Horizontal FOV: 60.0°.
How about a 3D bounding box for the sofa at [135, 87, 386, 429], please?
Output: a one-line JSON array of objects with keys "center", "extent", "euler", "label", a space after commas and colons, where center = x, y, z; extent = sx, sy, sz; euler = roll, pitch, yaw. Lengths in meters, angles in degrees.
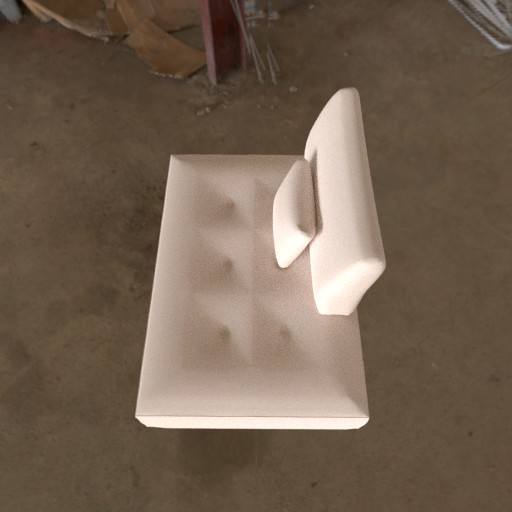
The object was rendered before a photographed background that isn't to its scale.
[{"center": [0.000, 0.000, 2.118], "extent": [1.000, 0.820, 1.450], "euler": [0, 60, 0], "label": "sofa"}]
